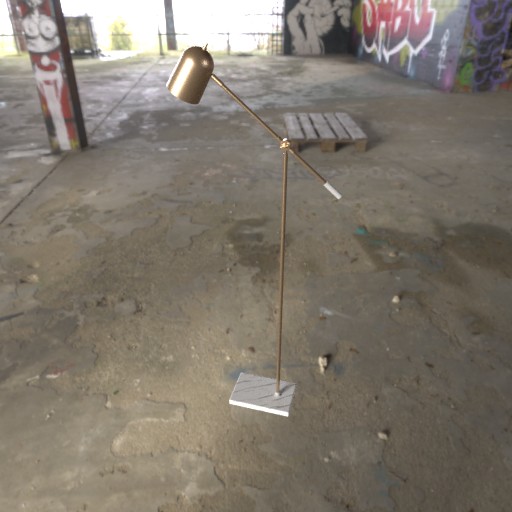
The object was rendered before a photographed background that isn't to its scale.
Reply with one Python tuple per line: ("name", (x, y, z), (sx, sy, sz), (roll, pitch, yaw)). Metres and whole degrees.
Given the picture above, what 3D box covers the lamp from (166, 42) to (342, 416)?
("lamp", (0.000, 0.000, 1.840), (0.653, 1.594, 0.194), (8, 30, 13))
